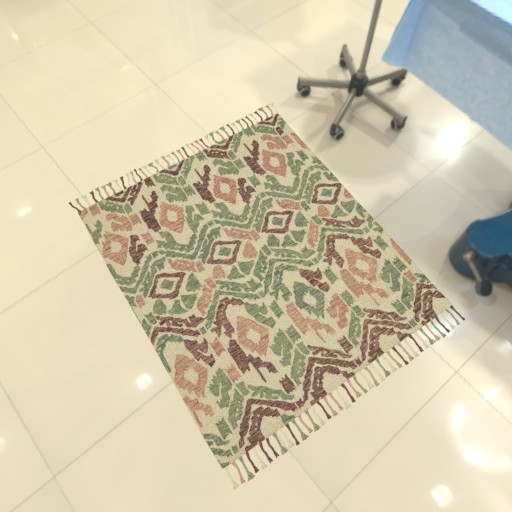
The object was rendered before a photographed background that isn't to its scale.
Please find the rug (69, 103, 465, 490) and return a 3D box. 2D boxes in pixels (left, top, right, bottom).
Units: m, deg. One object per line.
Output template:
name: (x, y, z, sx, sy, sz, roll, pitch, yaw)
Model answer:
rug: (0.000, 0.000, 4.101, 2.438, 0.010, 3.048, -30, 67, -15)
